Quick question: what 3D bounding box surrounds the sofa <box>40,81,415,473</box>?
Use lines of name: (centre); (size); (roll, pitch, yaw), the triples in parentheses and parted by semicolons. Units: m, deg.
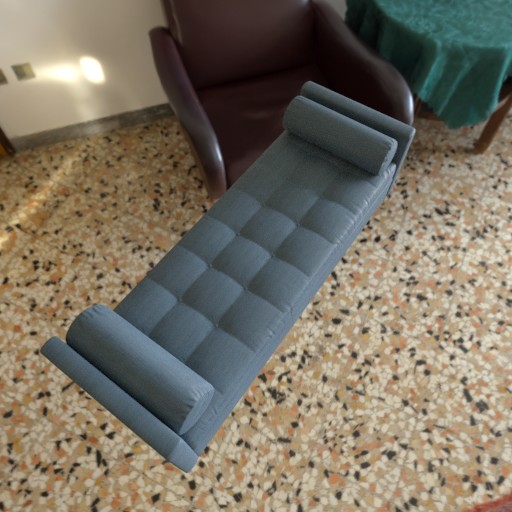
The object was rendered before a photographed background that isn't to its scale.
sofa: (0.000, 0.000, 2.292); (0.686, 0.635, 1.981); (32, 64, 17)
